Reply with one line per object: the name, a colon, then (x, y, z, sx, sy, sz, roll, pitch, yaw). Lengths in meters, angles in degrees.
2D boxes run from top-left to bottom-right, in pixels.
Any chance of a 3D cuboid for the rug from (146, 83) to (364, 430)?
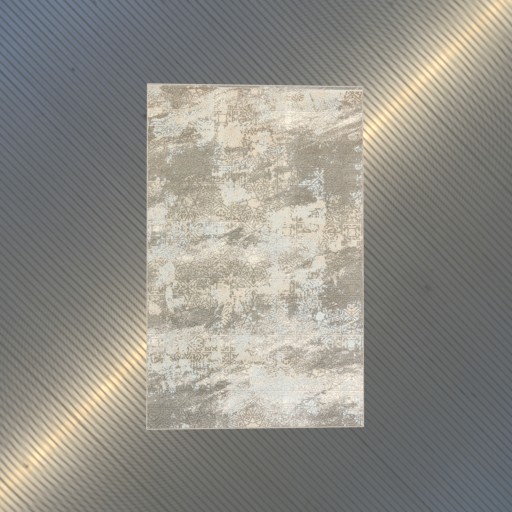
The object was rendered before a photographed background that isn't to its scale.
rug: (0.000, 0.000, 3.137, 1.536, 0.012, 2.431, 0, 89, -2)
